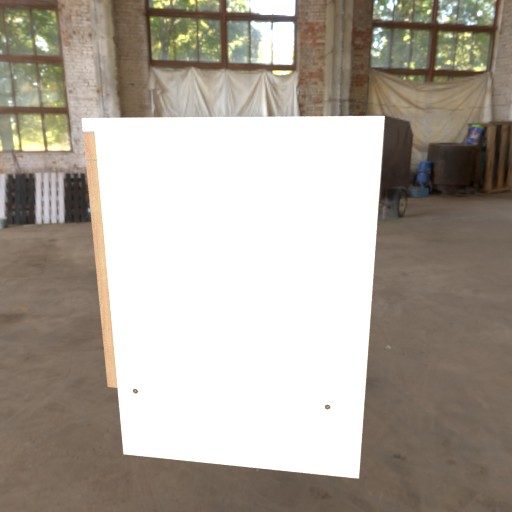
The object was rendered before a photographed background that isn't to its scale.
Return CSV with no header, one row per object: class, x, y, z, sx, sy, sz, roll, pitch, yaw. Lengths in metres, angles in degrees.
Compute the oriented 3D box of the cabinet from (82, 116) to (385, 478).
cabinet,0.000,0.000,0.915,0.400,0.522,0.600,2,15,8
